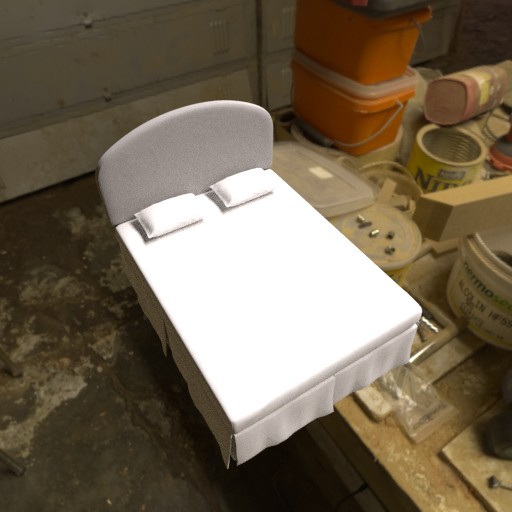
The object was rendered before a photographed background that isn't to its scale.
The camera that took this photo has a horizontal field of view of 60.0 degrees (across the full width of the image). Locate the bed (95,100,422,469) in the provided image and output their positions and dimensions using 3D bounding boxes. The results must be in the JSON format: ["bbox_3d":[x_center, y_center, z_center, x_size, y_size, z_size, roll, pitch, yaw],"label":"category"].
[{"bbox_3d":[0.000,0.000,3.175,1.607,1.410,2.005,-24,51,-21],"label":"bed"}]
